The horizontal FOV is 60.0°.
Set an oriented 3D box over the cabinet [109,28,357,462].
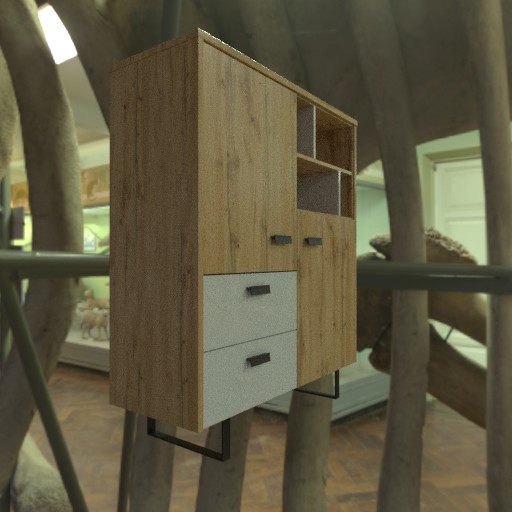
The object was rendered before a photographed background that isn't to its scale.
[{"bbox_3d":[0.000,0.000,1.954,0.473,1.397,1.168,0,0,37],"label":"cabinet"}]
